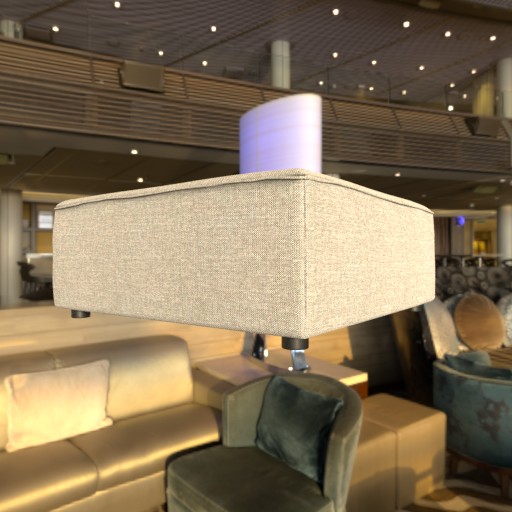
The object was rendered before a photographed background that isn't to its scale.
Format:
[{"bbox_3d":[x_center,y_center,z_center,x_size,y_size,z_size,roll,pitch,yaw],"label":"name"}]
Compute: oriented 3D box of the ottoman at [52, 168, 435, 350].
[{"bbox_3d":[0.000,0.000,1.621,1.017,0.423,1.023,0,0,37],"label":"ottoman"}]
